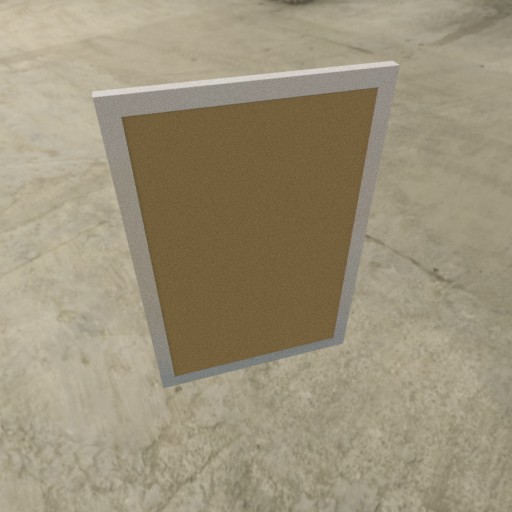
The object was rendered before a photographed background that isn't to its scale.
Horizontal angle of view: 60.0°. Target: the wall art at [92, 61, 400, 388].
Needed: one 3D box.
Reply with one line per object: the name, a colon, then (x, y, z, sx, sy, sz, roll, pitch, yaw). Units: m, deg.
wall art: (0.000, 0.000, 1.447, 0.764, 1.143, 0.038, -11, 42, -12)
